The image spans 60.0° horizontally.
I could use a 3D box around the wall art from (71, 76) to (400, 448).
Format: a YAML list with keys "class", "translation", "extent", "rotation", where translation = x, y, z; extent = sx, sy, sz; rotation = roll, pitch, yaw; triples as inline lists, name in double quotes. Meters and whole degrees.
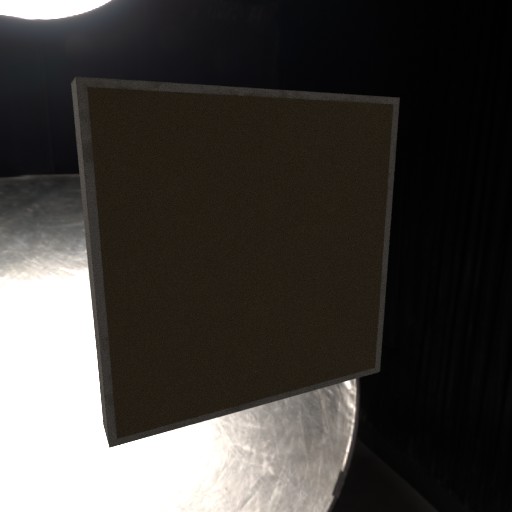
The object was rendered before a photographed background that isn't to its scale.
- class: "wall art"
  translation: [0.000, 0.000, 0.433]
  extent: [0.305, 0.303, 0.038]
  rotation: [-7, 15, -26]
